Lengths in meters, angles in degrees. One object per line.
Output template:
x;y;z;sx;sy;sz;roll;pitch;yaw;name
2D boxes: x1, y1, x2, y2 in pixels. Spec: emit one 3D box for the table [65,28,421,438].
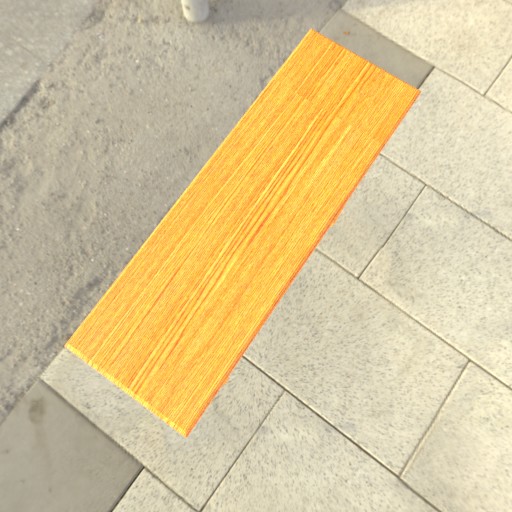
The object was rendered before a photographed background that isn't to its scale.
0.000;0.000;1.137;0.254;0.711;0.762;34;78;8;table
